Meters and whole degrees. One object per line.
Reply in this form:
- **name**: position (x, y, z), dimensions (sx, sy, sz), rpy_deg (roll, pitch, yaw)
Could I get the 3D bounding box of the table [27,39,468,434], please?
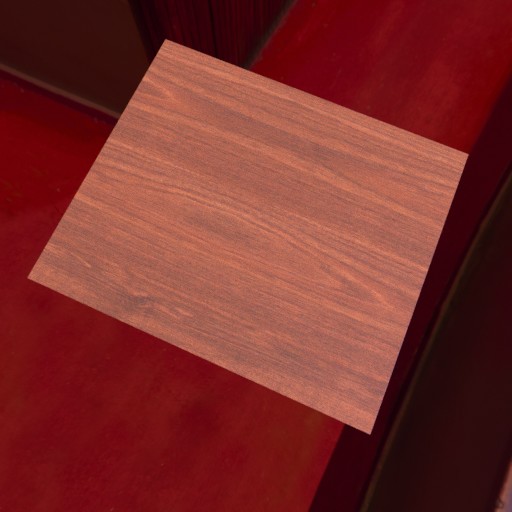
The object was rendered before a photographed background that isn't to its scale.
- **table**: position (0.000, 0.000, 1.141), dimensions (0.660, 0.635, 0.559), rpy_deg (23, 77, 6)
